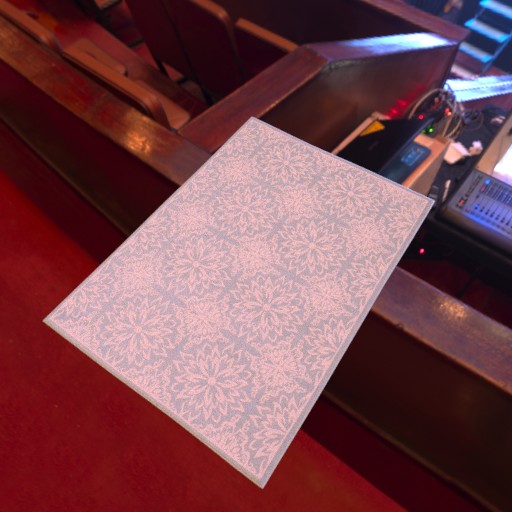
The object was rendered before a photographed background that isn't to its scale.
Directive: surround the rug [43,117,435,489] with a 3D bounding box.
[{"bbox_3d":[0.000,0.000,2.901,1.589,0.014,2.205,30,62,18],"label":"rug"}]
